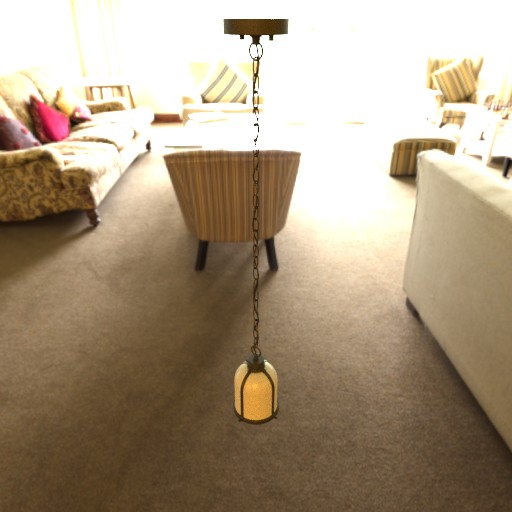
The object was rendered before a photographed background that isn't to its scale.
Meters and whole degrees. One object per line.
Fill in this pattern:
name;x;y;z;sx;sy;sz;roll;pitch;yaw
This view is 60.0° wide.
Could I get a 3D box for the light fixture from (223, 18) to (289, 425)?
light fixture;0.000;0.000;1.250;0.178;1.181;0.178;21;35;34
